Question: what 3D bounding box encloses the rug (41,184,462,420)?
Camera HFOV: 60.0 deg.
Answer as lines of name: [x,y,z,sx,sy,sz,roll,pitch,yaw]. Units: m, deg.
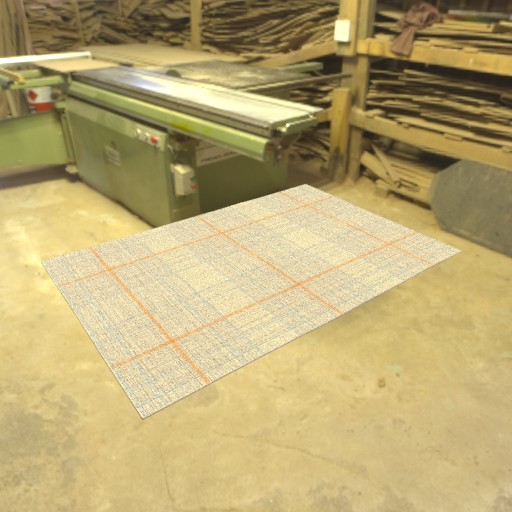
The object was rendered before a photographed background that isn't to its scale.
rug: [0.000,0.000,2.312,1.825,0.015,1.232,-21,36,-31]
